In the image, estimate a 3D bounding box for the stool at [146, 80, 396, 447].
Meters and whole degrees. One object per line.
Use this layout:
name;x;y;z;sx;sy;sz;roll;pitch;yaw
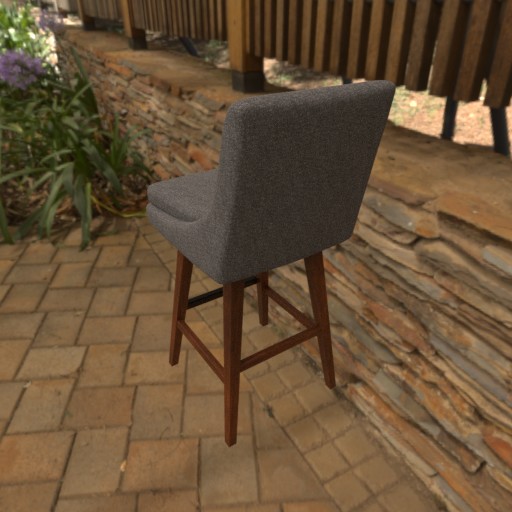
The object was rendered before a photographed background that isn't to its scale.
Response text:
stool;0.000;0.000;1.383;0.489;1.068;0.572;-19;35;-29
